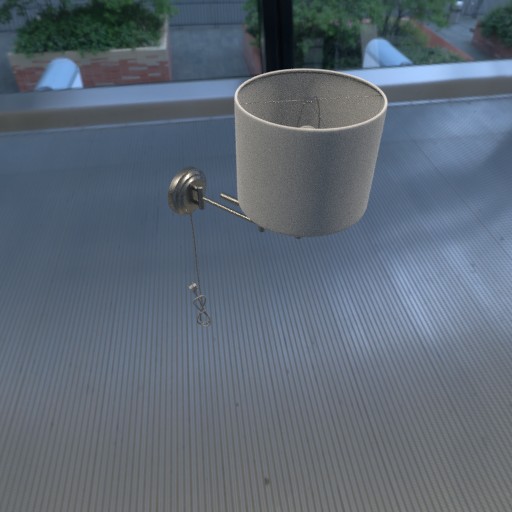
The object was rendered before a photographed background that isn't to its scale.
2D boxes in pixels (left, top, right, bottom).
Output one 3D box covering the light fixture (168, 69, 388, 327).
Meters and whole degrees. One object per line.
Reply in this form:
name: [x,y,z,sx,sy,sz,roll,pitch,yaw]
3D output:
light fixture: [0.000,0.000,1.070,0.479,0.842,0.253,27,48,26]
